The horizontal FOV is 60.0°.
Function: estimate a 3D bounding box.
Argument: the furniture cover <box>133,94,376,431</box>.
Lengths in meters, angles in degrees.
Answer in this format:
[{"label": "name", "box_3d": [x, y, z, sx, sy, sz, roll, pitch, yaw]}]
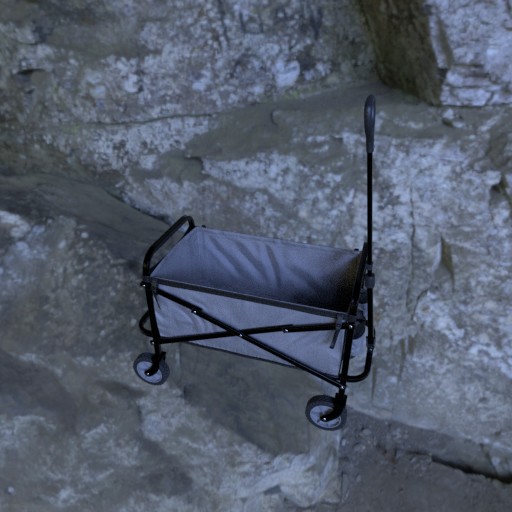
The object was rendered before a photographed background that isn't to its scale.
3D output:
[{"label": "furniture cover", "box_3d": [0.000, 0.000, 1.801, 1.038, 1.295, 0.532, 9, 32, 15]}]
